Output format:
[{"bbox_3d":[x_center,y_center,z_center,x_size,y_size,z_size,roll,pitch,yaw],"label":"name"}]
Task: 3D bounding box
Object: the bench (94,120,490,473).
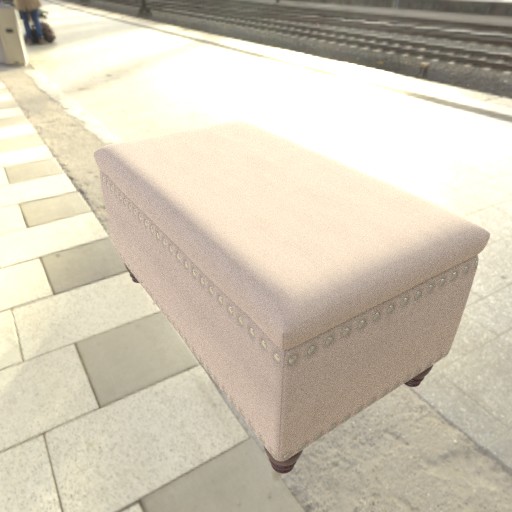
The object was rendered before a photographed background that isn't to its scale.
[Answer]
[{"bbox_3d":[0.000,0.000,1.144,0.500,0.449,0.887,-20,38,-28],"label":"bench"}]
